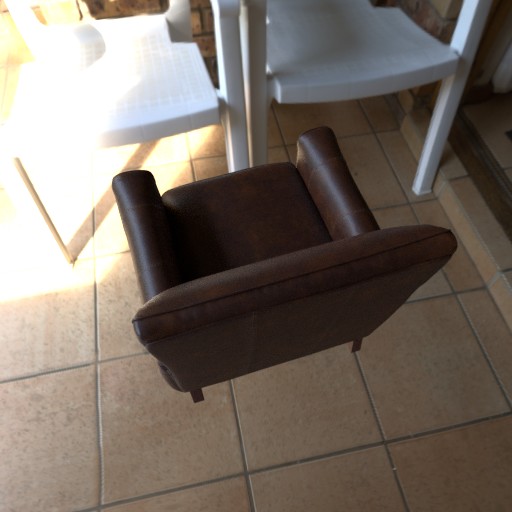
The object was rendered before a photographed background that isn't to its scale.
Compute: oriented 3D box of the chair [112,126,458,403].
[{"bbox_3d":[0.000,0.000,1.618,0.870,0.943,0.823,-15,60,-9],"label":"chair"}]
